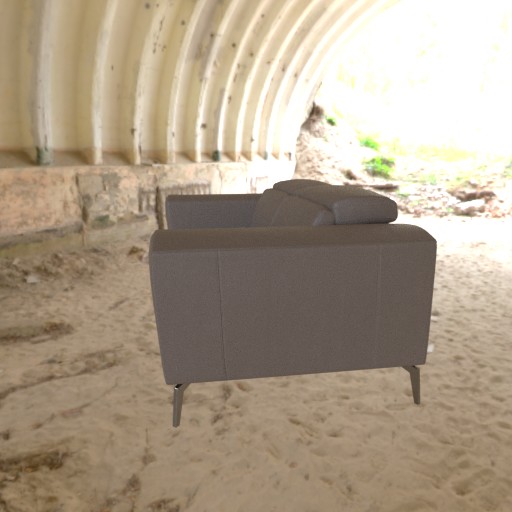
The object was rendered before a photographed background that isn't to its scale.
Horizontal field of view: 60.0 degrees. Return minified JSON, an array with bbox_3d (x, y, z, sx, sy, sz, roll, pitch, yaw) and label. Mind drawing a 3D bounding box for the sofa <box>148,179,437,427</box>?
[{"bbox_3d":[0.000,0.000,2.404,1.003,0.779,1.895,-2,13,-9],"label":"sofa"}]
